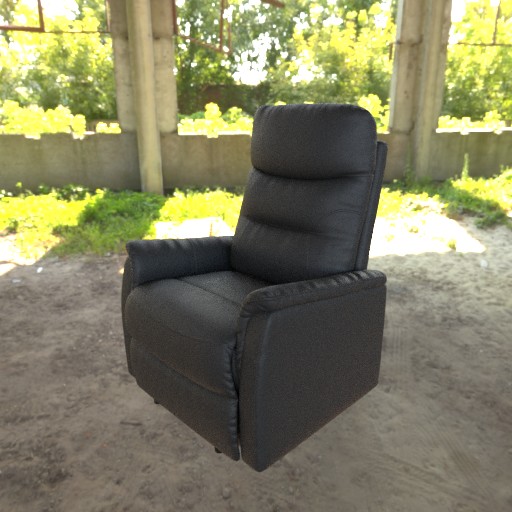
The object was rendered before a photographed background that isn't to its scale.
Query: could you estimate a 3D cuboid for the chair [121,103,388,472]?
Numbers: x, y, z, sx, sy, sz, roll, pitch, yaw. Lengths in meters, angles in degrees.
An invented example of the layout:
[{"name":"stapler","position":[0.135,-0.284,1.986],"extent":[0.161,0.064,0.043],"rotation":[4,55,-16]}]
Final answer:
[{"name":"chair","position":[0.000,0.000,1.637],"extent":[0.831,1.082,0.775],"rotation":[-16,23,-42]}]
